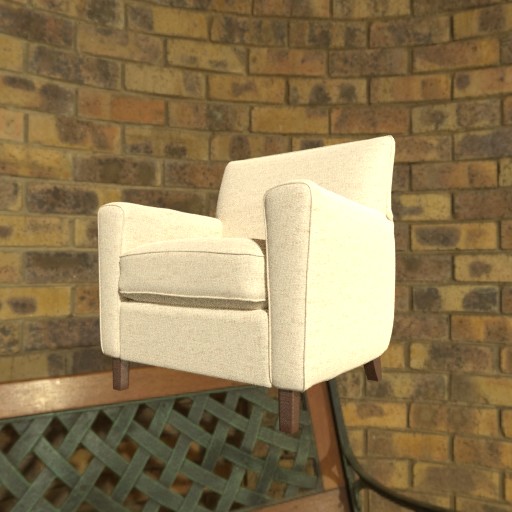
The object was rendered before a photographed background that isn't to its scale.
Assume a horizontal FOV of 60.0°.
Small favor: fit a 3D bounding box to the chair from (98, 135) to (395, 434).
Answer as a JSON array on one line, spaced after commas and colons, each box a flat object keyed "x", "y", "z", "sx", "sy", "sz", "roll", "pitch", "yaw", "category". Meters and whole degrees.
[{"x": 0.000, "y": 0.000, "z": 1.650, "sx": 0.870, "sy": 0.943, "sz": 0.823, "roll": -1, "pitch": -1, "yaw": 35, "category": "chair"}]
